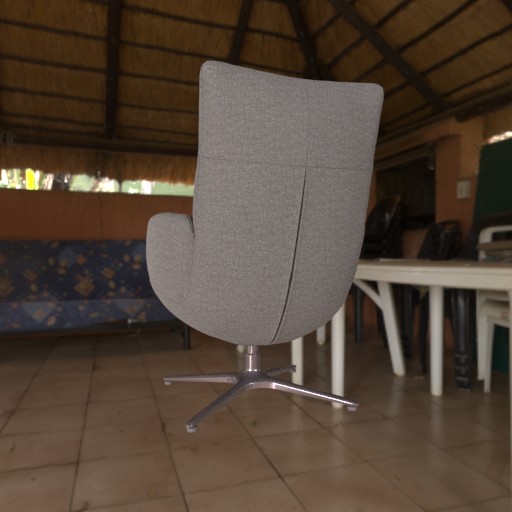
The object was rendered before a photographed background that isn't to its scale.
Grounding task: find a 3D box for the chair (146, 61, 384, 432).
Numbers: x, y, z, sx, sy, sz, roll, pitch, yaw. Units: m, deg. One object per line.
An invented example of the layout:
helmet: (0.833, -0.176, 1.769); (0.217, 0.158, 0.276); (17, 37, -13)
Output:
chair: (0.000, 0.000, 1.523); (0.702, 0.984, 0.831); (0, 1, -19)
